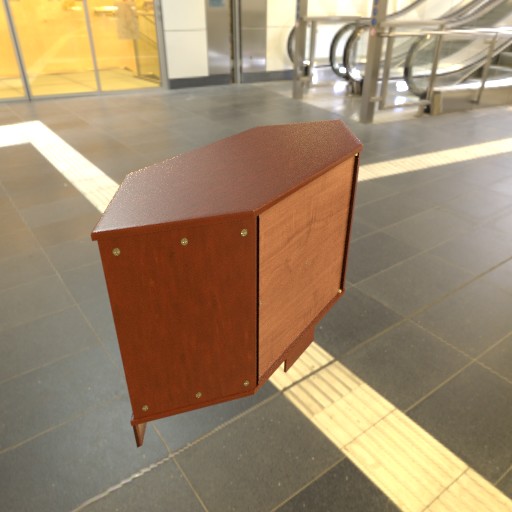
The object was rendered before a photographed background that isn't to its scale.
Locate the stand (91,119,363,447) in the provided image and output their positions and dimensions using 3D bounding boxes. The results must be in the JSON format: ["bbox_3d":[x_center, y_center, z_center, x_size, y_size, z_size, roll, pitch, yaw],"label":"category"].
[{"bbox_3d":[0.000,0.000,1.350,0.381,0.614,1.072,19,35,29],"label":"stand"}]
